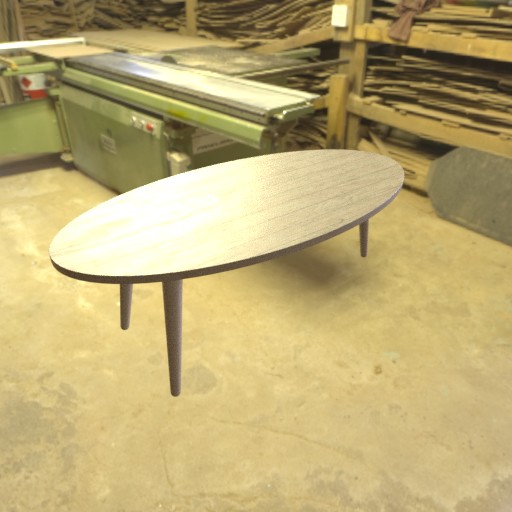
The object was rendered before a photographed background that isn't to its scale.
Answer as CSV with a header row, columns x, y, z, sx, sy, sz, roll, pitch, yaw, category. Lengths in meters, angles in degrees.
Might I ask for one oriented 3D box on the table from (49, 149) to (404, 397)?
x,y,z,sx,sy,sz,roll,pitch,yaw,category
0.000,0.000,1.315,1.083,0.390,0.542,-22,38,-31,table
